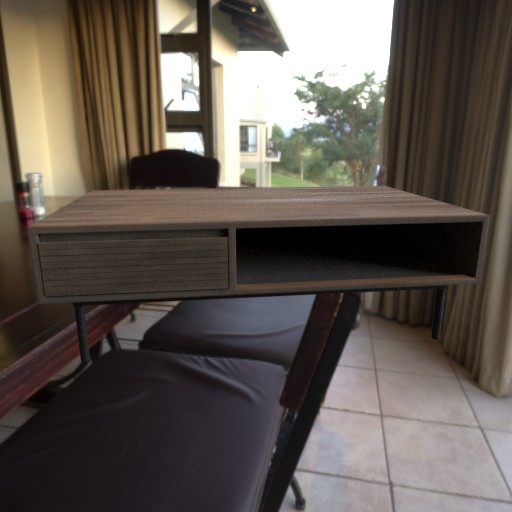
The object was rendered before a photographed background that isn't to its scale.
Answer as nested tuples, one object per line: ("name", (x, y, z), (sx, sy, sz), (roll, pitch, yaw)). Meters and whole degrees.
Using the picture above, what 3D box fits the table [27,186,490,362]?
("table", (0.000, 0.000, 1.381), (1.088, 0.347, 0.643), (-2, 16, -7))
